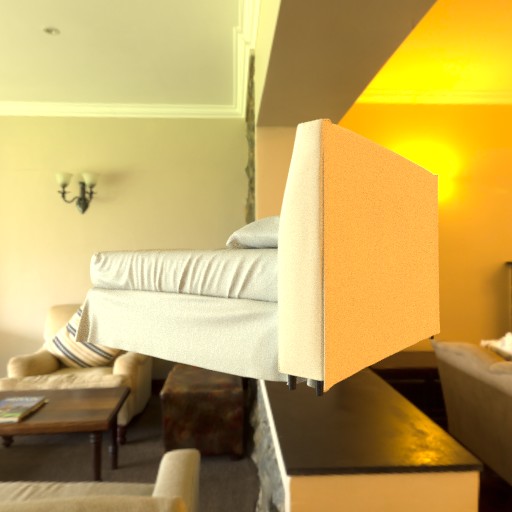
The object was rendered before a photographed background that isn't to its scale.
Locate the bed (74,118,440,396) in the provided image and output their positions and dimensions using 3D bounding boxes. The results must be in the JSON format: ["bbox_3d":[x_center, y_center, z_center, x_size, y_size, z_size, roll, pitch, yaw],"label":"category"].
[{"bbox_3d":[0.000,0.000,3.490,2.276,1.332,1.925,0,0,38],"label":"bed"}]
